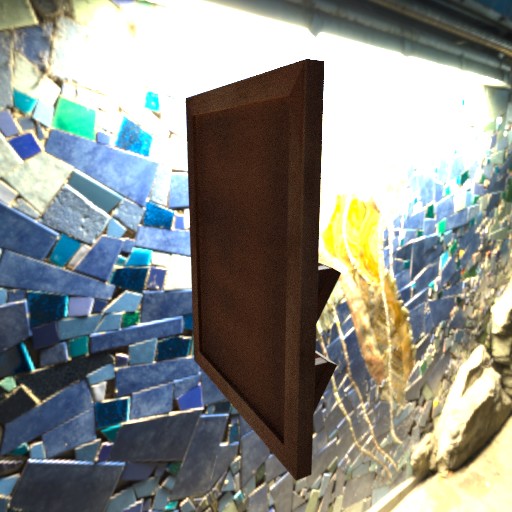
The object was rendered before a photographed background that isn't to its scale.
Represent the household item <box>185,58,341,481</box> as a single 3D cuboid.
[{"bbox_3d":[0.000,0.000,0.560,0.067,0.407,0.310,-7,15,-27],"label":"household item"}]
